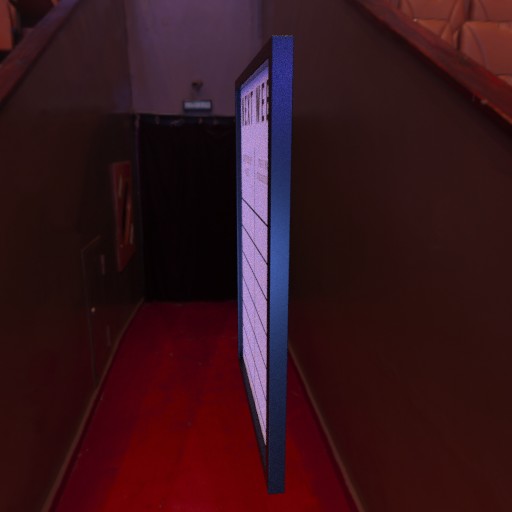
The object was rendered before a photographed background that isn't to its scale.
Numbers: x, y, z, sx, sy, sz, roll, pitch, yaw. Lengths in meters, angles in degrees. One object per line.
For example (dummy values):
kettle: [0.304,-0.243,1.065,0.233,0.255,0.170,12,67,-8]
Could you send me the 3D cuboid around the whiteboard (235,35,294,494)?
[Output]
whiteboard: [0.000,0.000,0.761,0.026,0.611,0.406,-2,15,-8]
